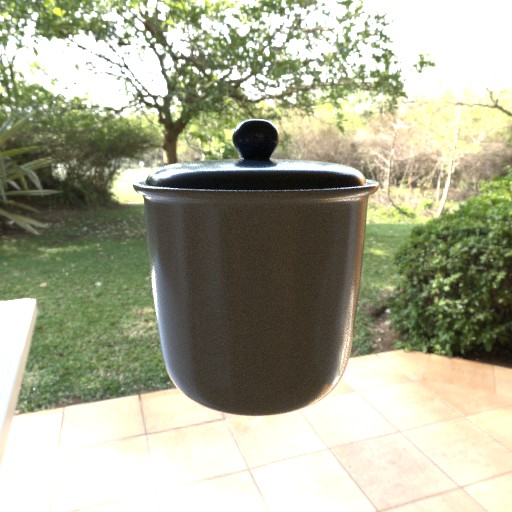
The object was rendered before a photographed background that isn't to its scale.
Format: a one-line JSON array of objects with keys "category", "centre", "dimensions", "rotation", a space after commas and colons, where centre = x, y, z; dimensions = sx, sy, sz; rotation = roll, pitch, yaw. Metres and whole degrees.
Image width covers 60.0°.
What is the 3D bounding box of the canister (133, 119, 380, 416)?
[{"category": "canister", "centre": [0.000, 0.000, 0.351], "dimensions": [0.182, 0.208, 0.182], "rotation": [0, 13, 0]}]
